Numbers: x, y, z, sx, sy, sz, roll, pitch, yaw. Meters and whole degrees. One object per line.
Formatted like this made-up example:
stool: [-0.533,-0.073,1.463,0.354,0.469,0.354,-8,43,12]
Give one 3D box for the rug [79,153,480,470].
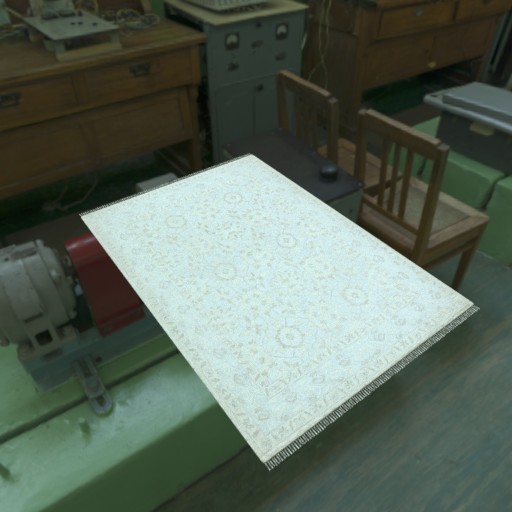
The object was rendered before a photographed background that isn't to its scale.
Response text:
rug: [0.000,0.000,2.847,1.514,0.011,2.233,-26,48,-26]
